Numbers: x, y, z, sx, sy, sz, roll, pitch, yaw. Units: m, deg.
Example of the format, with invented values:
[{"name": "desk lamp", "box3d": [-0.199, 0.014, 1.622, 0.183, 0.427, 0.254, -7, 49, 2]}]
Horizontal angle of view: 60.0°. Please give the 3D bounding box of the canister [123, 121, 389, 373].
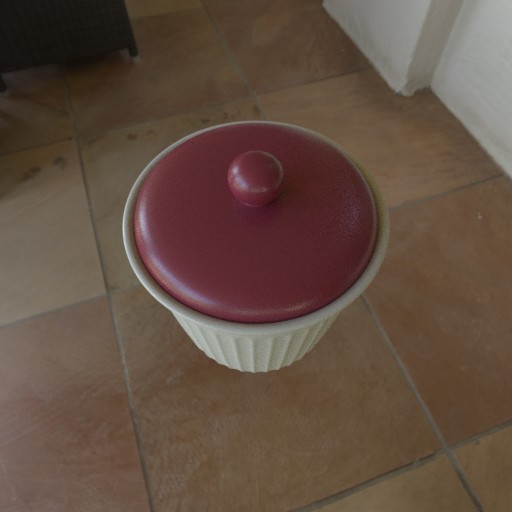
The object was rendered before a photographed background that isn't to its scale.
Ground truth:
[{"name": "canister", "box3d": [0.000, 0.000, 0.353, 0.181, 0.211, 0.181, 0, 58, 0]}]
